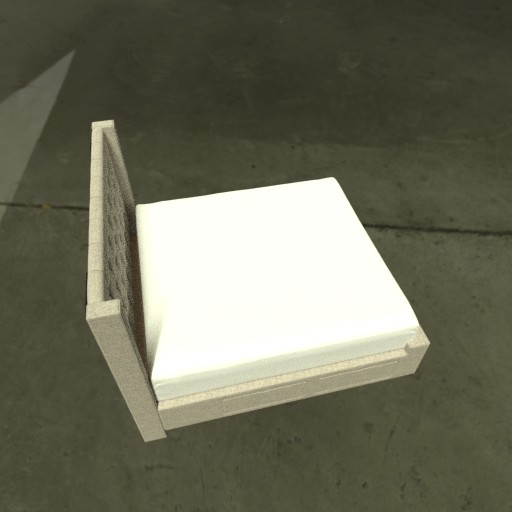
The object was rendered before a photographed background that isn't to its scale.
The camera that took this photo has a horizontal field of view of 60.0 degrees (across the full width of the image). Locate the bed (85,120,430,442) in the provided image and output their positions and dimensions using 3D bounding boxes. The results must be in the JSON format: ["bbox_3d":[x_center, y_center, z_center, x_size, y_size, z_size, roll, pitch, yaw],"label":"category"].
[{"bbox_3d":[0.000,0.000,3.828,2.372,1.748,2.044,-10,48,-9],"label":"bed"}]
